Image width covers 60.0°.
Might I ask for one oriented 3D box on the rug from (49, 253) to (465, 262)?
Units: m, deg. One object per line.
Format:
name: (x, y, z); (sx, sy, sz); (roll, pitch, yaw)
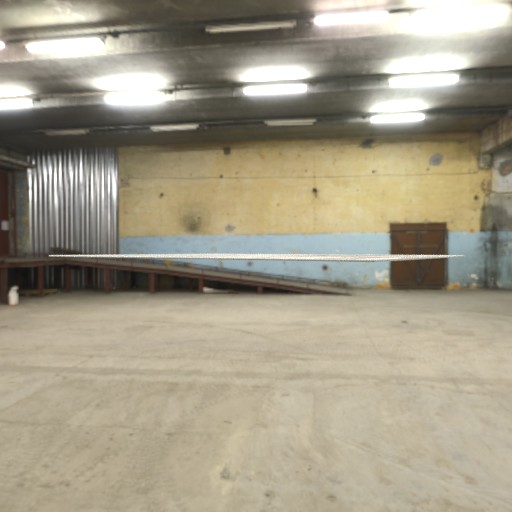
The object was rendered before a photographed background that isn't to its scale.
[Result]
rug: (0.000, 0.000, 2.792); (2.142, 0.010, 1.533); (1, 1, 36)
